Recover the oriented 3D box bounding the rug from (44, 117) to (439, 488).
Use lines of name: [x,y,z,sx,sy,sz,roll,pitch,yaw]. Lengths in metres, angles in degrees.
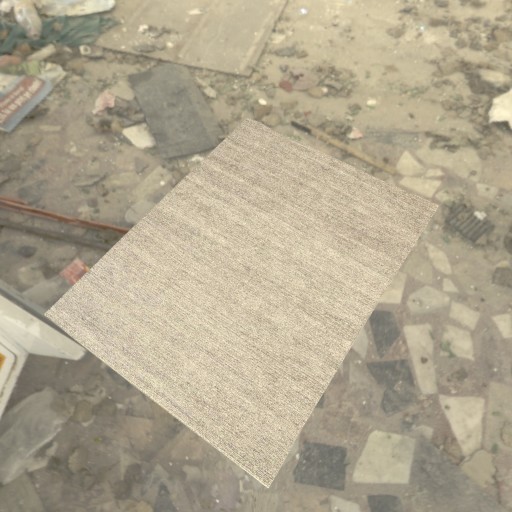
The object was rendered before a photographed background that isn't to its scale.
rug: [0.000,0.000,4.296,2.434,0.045,3.202,31,63,18]
